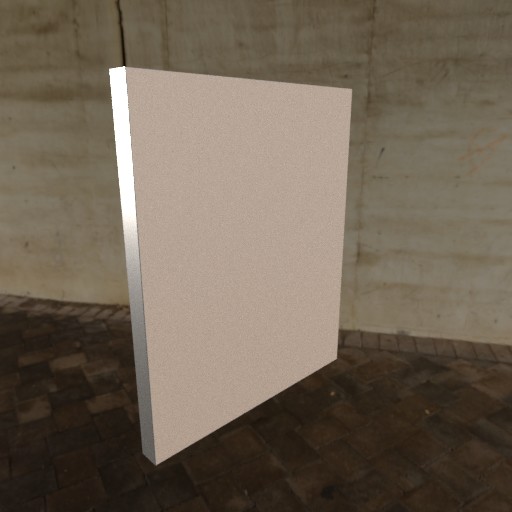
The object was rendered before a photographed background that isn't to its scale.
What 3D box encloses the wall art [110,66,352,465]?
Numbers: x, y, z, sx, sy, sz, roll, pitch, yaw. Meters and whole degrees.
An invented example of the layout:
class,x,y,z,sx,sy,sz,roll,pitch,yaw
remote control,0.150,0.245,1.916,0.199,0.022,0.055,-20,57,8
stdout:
class,x,y,z,sx,sy,sz,roll,pitch,yaw
wall art,0.000,0.000,0.745,0.452,0.549,0.038,-15,22,-42
